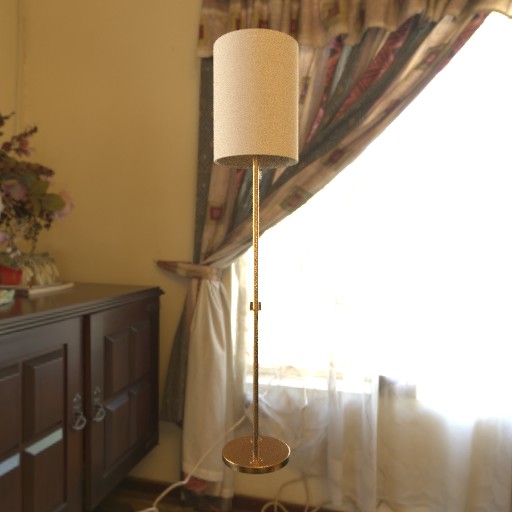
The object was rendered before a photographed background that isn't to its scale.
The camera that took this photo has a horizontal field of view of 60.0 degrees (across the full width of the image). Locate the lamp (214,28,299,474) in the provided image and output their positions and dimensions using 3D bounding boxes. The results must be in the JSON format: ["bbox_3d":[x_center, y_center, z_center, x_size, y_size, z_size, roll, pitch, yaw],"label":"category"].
[{"bbox_3d":[0.000,0.000,1.628,0.305,1.500,0.306,0,2,0],"label":"lamp"}]
